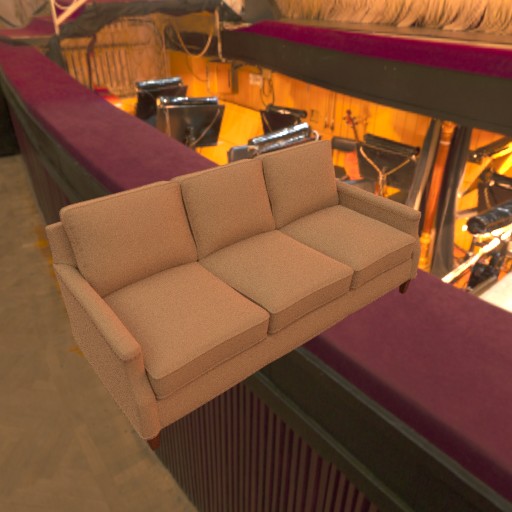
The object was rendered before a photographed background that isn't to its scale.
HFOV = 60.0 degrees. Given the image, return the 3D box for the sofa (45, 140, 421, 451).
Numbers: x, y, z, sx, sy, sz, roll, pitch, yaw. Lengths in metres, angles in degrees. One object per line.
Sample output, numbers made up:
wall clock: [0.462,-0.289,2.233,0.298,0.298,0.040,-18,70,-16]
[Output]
sofa: [0.000,0.000,2.860,2.246,1.003,1.084,-23,38,-33]
